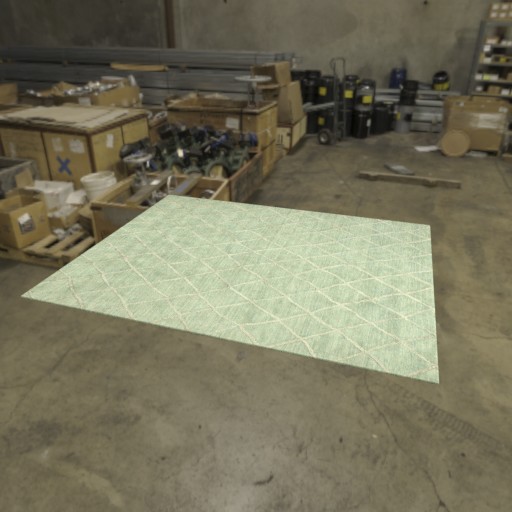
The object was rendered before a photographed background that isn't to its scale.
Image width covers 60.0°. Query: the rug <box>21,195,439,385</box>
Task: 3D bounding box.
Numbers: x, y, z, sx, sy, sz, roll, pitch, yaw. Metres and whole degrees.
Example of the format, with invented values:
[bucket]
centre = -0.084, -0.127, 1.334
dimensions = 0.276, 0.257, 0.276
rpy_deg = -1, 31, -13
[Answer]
[rug]
centre = 0.000, 0.000, 4.030
dimensions = 3.039, 0.019, 2.420
rpy_deg = 9, 29, 16
